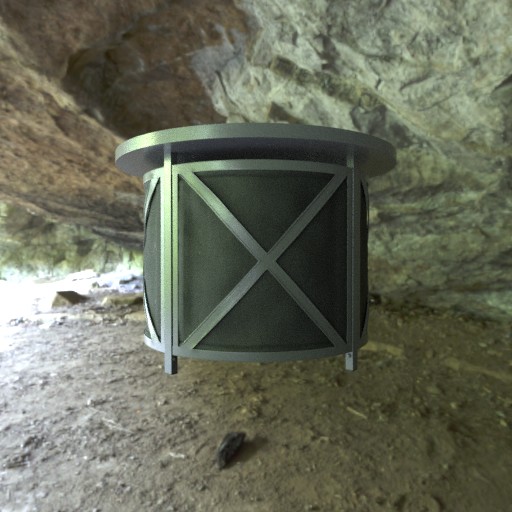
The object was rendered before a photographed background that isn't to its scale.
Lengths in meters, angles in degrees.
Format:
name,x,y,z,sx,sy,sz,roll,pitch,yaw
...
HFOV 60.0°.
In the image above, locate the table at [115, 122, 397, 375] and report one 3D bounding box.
name,x,y,z,sx,sy,sz,roll,pitch,yaw
table,0.000,0.000,1.517,0.914,0.650,0.914,0,1,0
